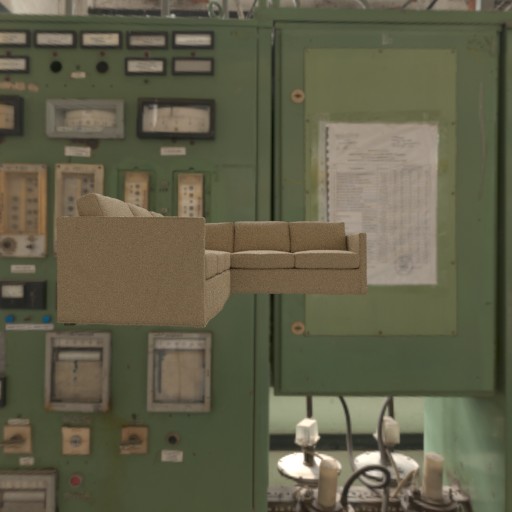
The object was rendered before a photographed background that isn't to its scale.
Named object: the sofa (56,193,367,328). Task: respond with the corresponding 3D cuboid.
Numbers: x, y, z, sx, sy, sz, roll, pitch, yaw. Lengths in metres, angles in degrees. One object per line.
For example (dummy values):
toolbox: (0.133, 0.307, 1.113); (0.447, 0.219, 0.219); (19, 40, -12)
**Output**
sofa: (0.000, 0.000, 4.299); (2.432, 0.871, 3.182); (0, 0, 1)
